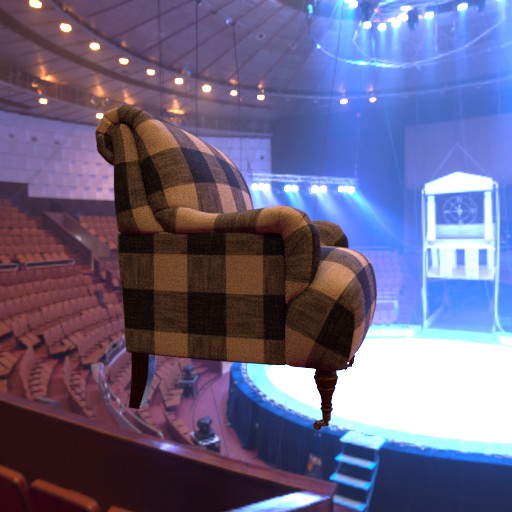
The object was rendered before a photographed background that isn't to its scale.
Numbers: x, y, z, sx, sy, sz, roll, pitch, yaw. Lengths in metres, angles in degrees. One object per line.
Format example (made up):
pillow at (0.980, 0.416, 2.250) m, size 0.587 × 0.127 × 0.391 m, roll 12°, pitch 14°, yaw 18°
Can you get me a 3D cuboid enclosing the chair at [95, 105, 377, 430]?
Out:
chair at (0.000, 0.000, 1.618) m, size 0.848 × 0.953 × 0.781 m, roll 0°, pitch 1°, yaw 18°
